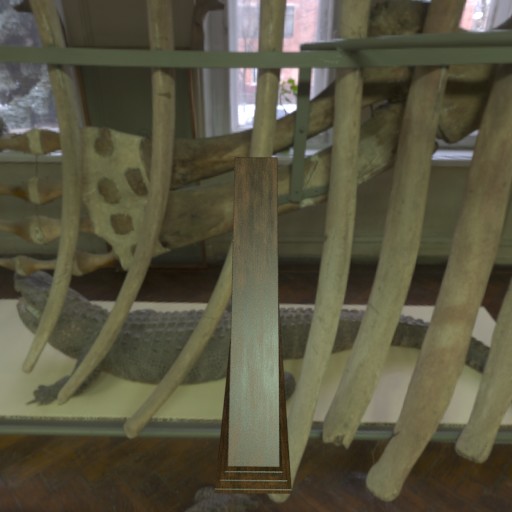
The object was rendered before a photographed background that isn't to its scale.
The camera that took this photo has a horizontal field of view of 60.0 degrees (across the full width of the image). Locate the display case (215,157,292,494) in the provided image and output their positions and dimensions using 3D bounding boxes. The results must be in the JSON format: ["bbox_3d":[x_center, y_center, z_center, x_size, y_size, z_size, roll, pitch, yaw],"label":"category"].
[{"bbox_3d":[0.000,0.000,0.760,0.095,0.340,0.640,0,26,1],"label":"display case"}]
